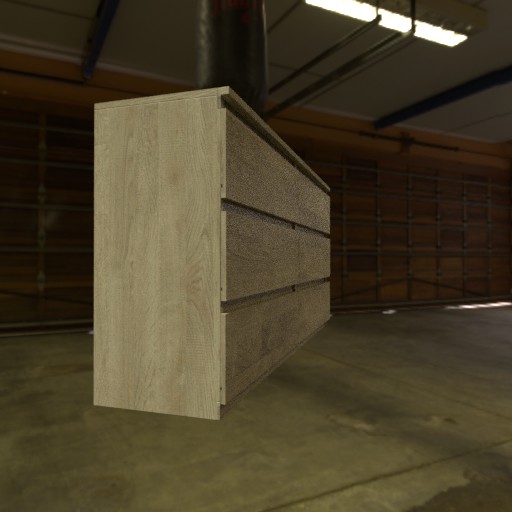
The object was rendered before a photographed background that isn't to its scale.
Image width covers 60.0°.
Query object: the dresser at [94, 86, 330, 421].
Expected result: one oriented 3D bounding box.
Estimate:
[{"bbox_3d":[0.000,0.000,1.861,0.390,0.795,1.590,0,0,18],"label":"dresser"}]
